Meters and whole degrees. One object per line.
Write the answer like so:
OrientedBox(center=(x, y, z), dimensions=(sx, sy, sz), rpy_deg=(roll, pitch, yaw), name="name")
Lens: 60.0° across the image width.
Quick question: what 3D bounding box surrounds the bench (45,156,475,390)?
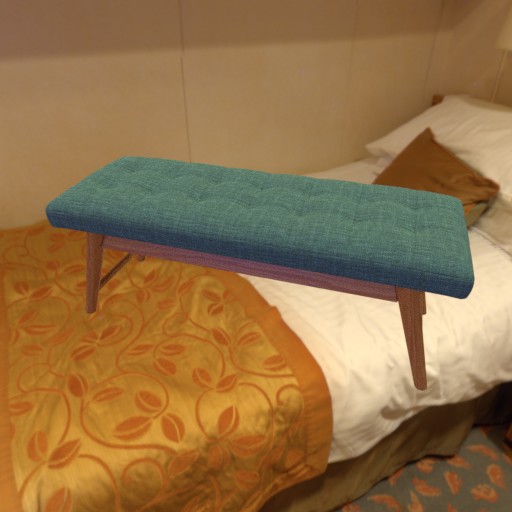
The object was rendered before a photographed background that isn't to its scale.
OrientedBox(center=(0.000, 0.000, 1.344), dimensions=(1.118, 0.432, 0.406), rpy_deg=(10, 34, 15), name="bench")
